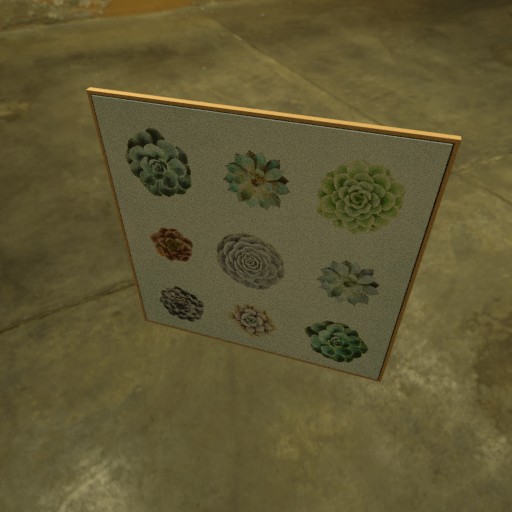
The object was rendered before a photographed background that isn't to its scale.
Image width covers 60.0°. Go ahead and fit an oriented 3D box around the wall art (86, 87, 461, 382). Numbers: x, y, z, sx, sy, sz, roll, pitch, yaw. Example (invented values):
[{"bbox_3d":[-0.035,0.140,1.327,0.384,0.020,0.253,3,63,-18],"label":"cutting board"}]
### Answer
[{"bbox_3d":[0.000,0.000,0.967,0.657,0.655,0.014,12,43,13],"label":"wall art"}]
